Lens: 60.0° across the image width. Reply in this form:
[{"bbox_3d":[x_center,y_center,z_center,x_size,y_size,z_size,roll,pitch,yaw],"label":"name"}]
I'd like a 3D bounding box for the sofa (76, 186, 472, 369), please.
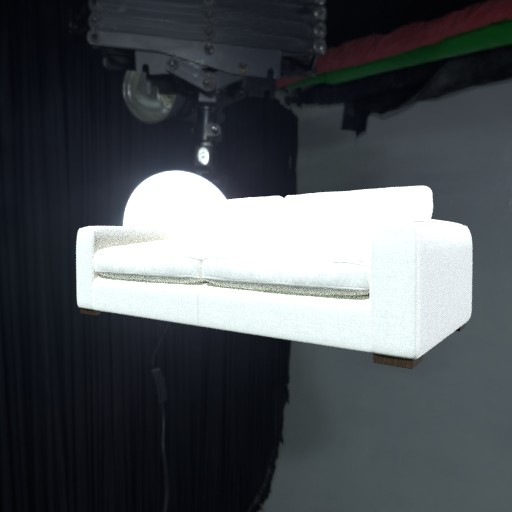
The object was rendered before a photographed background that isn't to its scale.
[{"bbox_3d":[0.000,0.000,2.725,2.262,0.801,1.070,2,3,36],"label":"sofa"}]
